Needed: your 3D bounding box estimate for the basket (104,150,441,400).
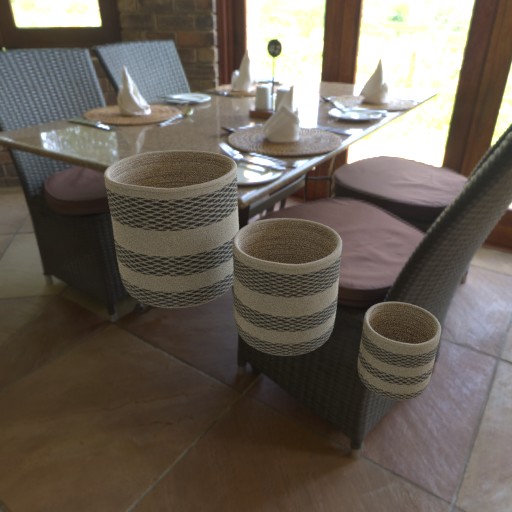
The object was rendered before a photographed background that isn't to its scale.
[{"bbox_3d":[0.000,0.000,1.105,0.917,0.356,0.351,21,35,33],"label":"basket"}]
